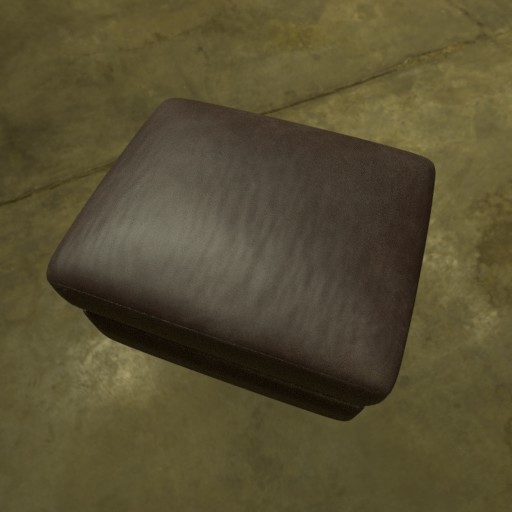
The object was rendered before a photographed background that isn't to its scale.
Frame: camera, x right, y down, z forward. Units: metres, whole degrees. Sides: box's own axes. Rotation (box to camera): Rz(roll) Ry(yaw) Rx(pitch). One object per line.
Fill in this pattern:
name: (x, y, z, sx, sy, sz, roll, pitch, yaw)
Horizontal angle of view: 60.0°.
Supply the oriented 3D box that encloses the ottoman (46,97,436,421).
ottoman: (0.000, 0.000, 1.238, 0.806, 0.569, 0.670, 17, 59, 10)
